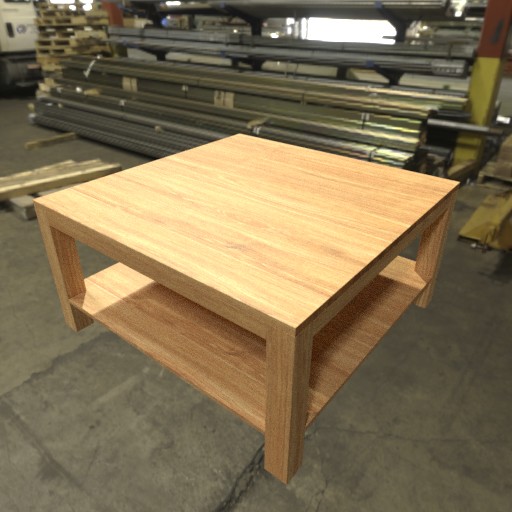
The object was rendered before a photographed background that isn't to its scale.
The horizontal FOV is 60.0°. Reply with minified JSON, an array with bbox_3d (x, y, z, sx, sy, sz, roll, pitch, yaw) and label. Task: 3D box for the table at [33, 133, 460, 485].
[{"bbox_3d":[0.000,0.000,1.426,0.900,0.450,0.900,22,37,33],"label":"table"}]
